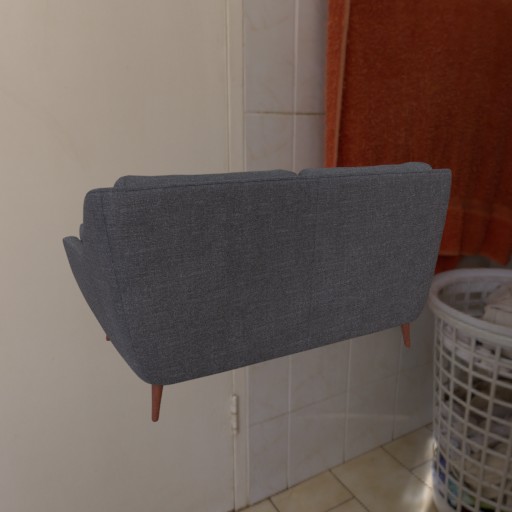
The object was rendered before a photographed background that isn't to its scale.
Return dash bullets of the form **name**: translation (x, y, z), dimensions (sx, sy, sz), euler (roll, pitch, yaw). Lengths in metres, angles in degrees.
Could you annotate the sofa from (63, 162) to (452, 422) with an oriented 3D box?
- **sofa**: translation (0.000, 0.000, 2.138), dimensions (1.646, 0.887, 0.976), euler (-8, 18, -26)
